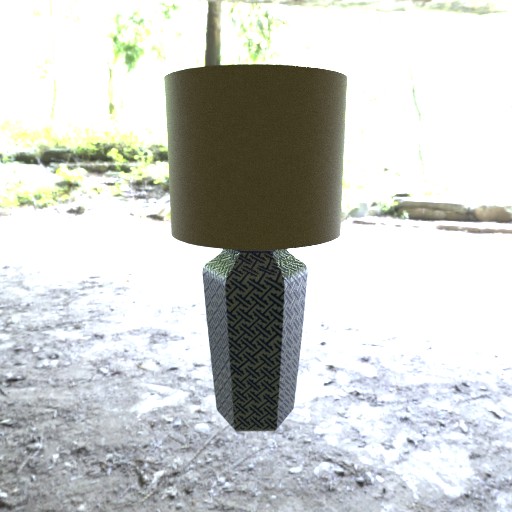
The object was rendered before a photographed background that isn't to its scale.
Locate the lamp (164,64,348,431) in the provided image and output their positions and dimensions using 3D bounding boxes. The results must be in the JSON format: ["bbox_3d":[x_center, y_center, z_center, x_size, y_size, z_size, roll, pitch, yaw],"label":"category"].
[{"bbox_3d":[0.000,0.000,0.861,0.320,0.682,0.320,-7,16,-25],"label":"lamp"}]
